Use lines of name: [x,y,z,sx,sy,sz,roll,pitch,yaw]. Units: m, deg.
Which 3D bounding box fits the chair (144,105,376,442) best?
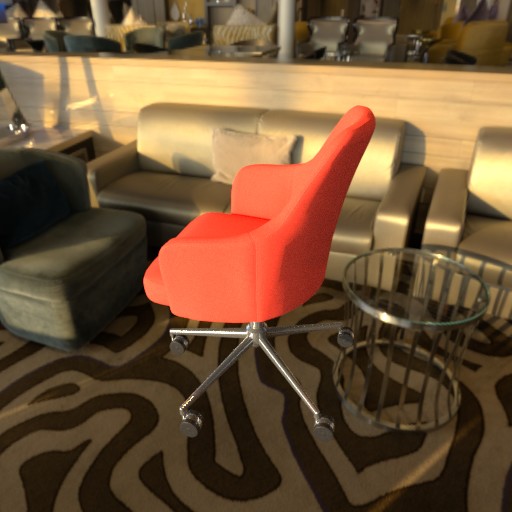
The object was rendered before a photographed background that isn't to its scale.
chair: [0.000,0.000,1.270,0.600,0.820,0.655,8,30,14]
